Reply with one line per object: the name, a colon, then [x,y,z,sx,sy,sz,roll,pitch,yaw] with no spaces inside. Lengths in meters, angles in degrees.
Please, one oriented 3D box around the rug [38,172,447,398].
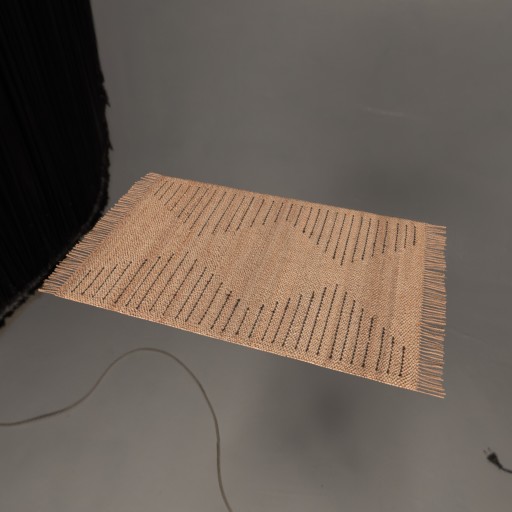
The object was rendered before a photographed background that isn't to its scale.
rug: [0.000,0.000,2.538,2.085,0.027,1.224,12,44,13]
